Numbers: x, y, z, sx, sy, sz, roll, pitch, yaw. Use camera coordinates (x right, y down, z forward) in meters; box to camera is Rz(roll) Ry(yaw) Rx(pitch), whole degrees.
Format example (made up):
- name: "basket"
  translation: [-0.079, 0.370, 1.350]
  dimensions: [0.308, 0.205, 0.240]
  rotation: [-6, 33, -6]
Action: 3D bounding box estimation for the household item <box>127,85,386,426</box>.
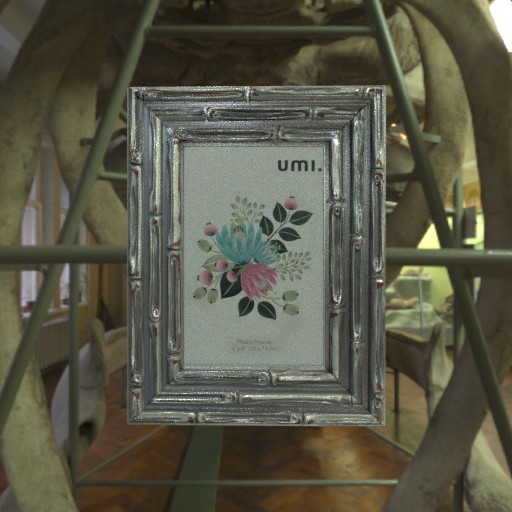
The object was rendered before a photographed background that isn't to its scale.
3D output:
- name: "household item"
  translation: [0.000, 0.000, 0.290]
  dimensions: [0.165, 0.216, 0.025]
  rotation: [0, 0, 1]
